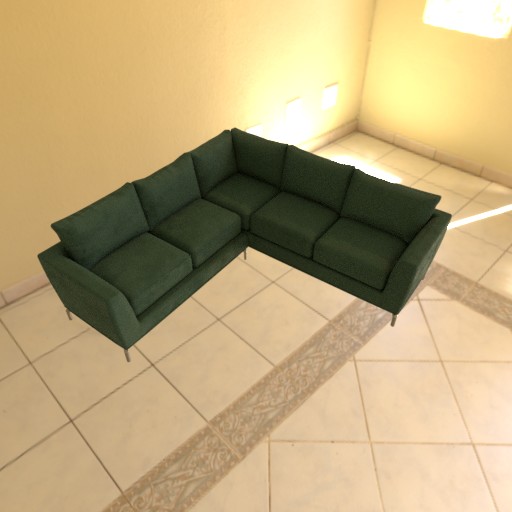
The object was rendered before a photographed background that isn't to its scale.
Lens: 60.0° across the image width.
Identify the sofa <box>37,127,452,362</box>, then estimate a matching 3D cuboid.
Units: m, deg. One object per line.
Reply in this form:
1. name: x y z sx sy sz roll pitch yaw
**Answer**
1. sofa: 0.000 0.000 3.802 2.452 1.004 2.468 25 47 27
